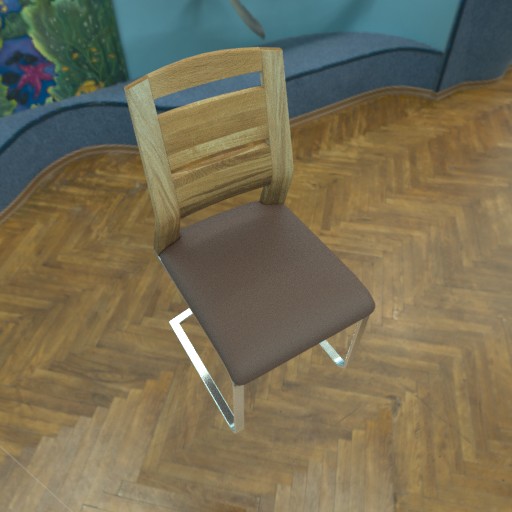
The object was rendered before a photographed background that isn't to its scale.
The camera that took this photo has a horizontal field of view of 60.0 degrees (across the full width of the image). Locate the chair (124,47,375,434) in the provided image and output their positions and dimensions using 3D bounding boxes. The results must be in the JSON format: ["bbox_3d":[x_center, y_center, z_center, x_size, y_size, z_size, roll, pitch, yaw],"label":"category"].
[{"bbox_3d":[0.000,0.000,1.268,0.460,0.970,0.570,-24,51,-21],"label":"chair"}]
